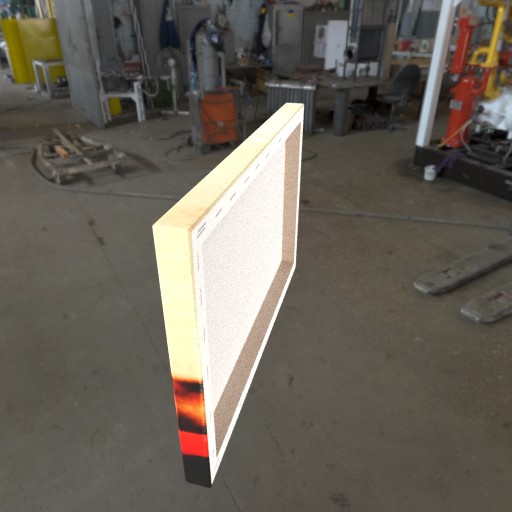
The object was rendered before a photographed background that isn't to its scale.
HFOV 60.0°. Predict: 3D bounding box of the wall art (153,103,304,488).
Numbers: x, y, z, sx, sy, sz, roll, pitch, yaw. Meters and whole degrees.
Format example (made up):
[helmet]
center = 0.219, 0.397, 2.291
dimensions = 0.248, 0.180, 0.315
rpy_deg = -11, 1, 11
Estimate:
[wall art]
center = 0.000, 0.000, 0.777
dimensions = 0.040, 0.402, 0.613
rpy_deg = 8, 31, 13
